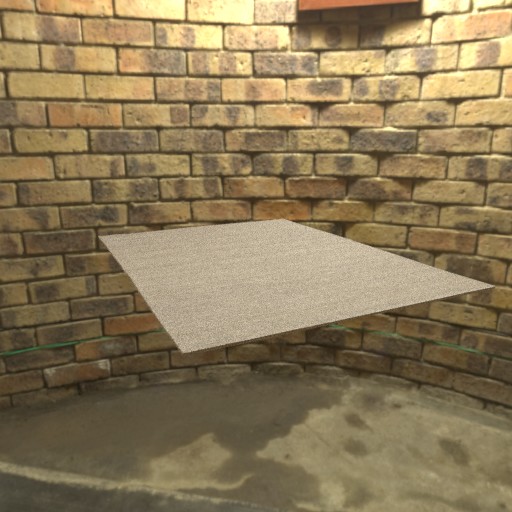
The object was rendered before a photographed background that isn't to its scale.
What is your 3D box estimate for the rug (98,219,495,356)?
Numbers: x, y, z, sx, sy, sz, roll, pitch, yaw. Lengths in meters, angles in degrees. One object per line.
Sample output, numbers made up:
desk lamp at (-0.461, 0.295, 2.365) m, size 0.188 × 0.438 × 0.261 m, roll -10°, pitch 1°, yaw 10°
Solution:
rug at (0.000, 0.000, 4.731) m, size 2.757 × 0.051 × 3.626 m, roll -7°, pitch 17°, yaw -25°
